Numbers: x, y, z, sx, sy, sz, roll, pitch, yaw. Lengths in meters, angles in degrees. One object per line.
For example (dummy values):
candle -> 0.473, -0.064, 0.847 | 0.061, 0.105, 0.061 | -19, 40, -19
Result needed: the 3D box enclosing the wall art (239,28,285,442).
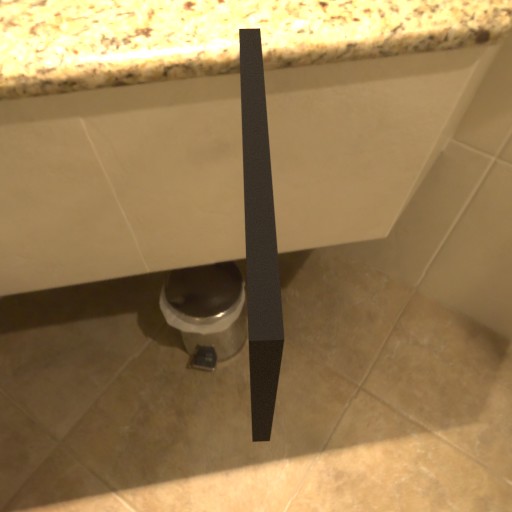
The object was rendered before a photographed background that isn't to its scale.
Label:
wall art -> 0.000, 0.000, 0.759 | 0.033, 0.507, 0.508 | -2, 58, -1
